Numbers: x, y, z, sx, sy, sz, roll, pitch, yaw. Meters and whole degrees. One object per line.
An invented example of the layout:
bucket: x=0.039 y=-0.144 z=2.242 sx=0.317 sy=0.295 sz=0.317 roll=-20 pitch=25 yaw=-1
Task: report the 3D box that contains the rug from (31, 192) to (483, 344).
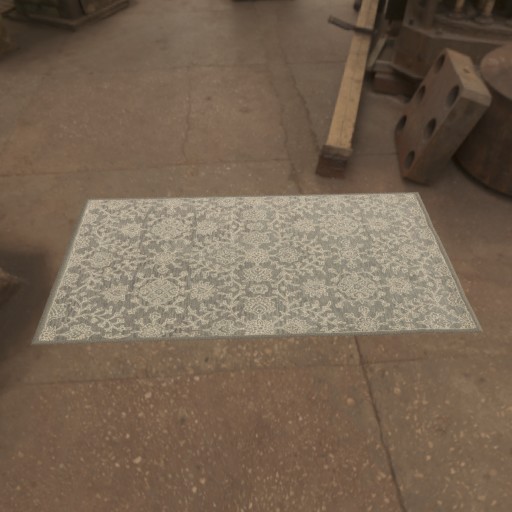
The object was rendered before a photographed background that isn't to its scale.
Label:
rug: x=0.000 y=0.000 z=3.523 sx=3.048 sy=0.011 sz=1.546 roll=-1 pitch=46 yaw=-1
